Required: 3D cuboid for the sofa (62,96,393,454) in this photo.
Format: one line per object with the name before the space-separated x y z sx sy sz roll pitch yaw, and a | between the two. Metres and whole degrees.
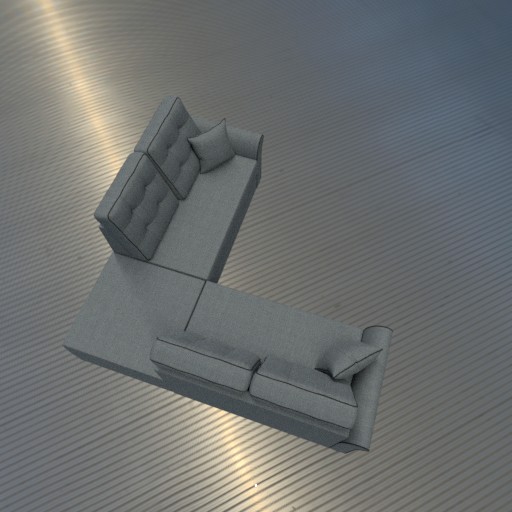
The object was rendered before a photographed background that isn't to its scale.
sofa | 0.000 0.000 3.224 2.068 0.988 2.070 17 64 8
